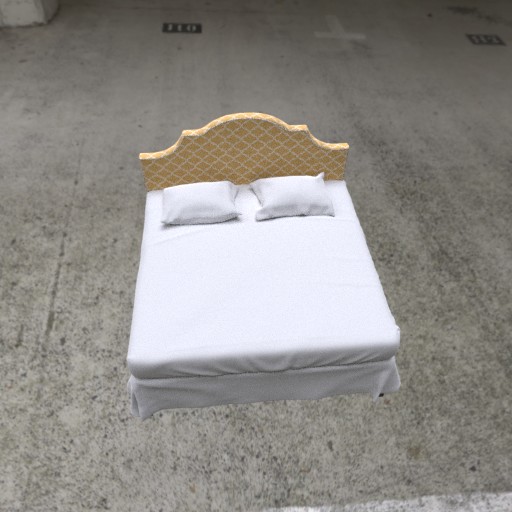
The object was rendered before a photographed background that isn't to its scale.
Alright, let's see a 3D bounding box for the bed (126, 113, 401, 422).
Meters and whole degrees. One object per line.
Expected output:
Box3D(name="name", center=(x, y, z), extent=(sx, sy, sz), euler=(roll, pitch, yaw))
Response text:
Box3D(name="bed", center=(0.000, 0.000, 3.820), extent=(2.314, 1.601, 2.222), euler=(-4, 48, -3))
